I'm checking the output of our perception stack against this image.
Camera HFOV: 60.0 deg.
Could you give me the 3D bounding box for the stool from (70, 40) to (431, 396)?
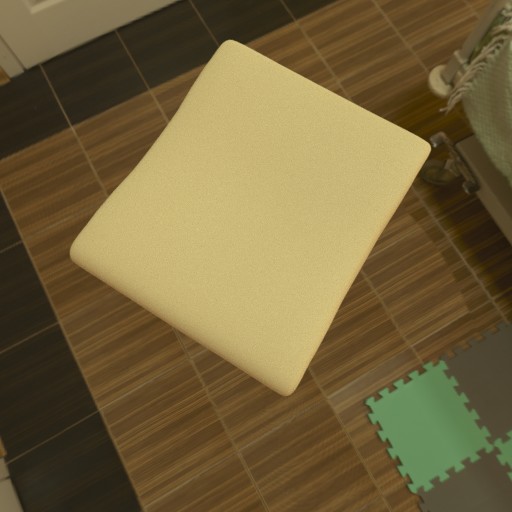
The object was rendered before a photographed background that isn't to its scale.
[{"bbox_3d":[0.000,0.000,1.050,0.401,0.762,0.471,31,78,8],"label":"stool"}]
